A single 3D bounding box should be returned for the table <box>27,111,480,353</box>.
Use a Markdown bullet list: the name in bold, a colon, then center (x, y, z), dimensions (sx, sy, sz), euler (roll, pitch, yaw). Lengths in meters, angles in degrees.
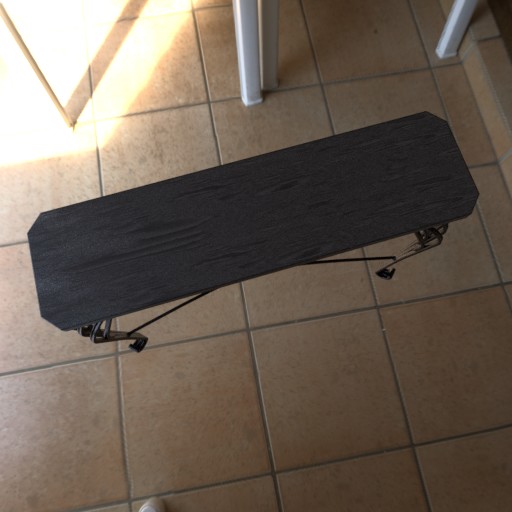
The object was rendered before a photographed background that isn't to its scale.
- **table**: center (0.000, 0.000, 1.452), dimensions (1.112, 0.800, 0.329), euler (-16, 76, -4)
